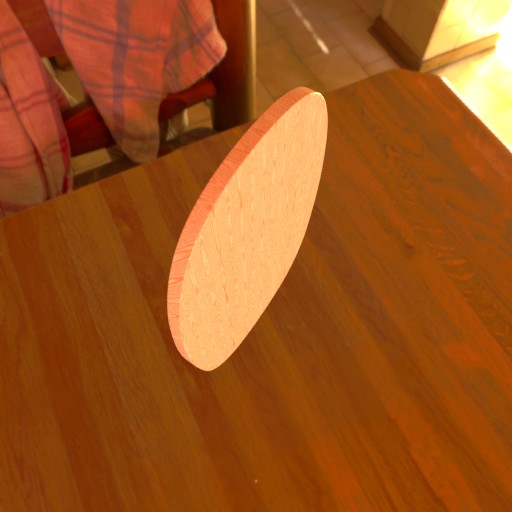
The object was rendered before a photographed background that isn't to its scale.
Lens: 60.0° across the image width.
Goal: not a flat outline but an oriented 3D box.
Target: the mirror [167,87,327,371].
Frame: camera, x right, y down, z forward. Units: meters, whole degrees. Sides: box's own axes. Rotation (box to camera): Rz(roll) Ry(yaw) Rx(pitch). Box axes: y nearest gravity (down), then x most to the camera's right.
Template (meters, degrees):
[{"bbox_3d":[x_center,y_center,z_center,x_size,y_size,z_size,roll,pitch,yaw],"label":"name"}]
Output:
[{"bbox_3d":[0.000,0.000,1.354,0.037,1.075,0.724,31,67,14],"label":"mirror"}]
